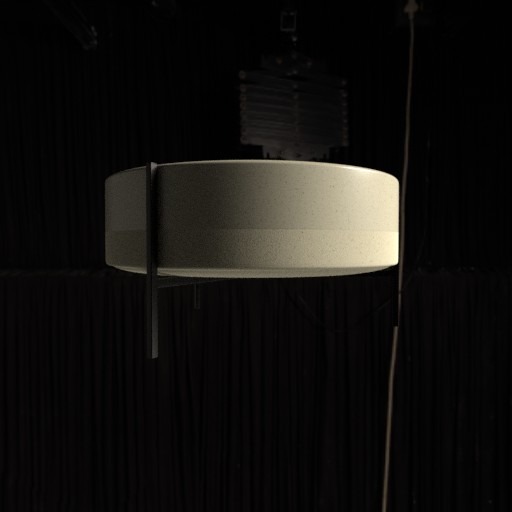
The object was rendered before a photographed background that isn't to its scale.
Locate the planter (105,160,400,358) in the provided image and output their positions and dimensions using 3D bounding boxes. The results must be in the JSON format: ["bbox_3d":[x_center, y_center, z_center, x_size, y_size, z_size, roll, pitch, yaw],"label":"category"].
[{"bbox_3d":[0.000,0.000,0.536,0.345,0.171,0.336,0,1,0],"label":"planter"}]
